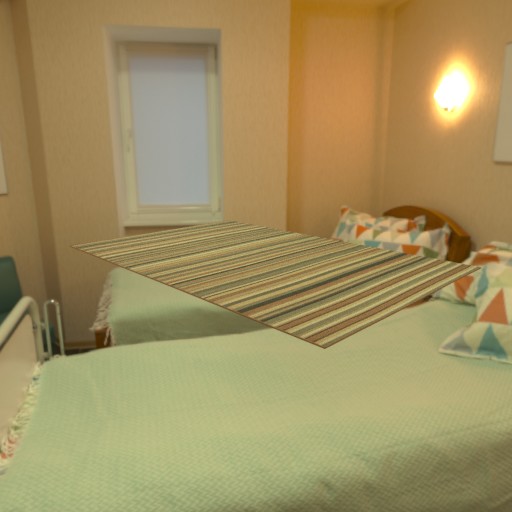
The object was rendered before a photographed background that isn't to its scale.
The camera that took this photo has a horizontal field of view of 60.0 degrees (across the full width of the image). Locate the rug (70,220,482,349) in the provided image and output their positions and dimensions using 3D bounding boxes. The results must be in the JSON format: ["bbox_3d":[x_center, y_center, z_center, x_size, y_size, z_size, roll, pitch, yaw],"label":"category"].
[{"bbox_3d":[0.000,0.000,2.332,1.219,0.008,1.829,-14,20,-43],"label":"rug"}]
